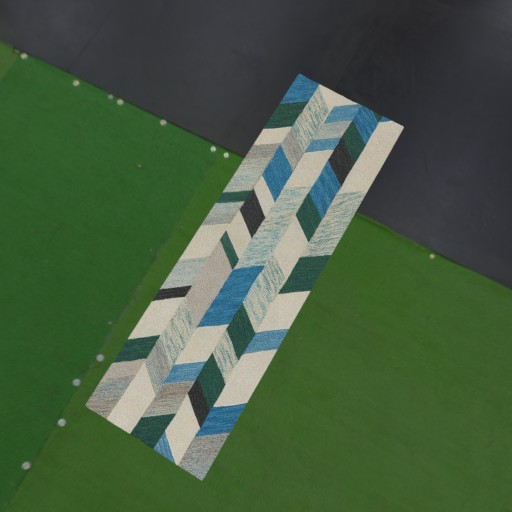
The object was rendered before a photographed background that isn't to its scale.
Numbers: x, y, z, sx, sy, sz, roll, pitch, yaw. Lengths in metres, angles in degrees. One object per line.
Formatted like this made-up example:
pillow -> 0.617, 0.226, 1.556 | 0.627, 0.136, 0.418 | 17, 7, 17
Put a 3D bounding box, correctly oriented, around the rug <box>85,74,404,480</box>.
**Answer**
rug -> 0.000, 0.000, 2.655 | 0.774, 0.008, 2.437 | 30, 79, 7
